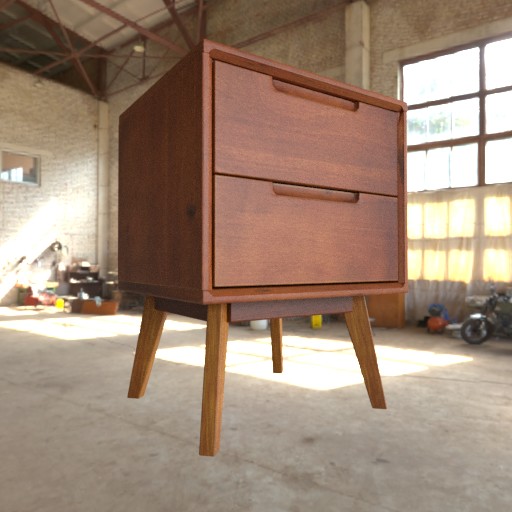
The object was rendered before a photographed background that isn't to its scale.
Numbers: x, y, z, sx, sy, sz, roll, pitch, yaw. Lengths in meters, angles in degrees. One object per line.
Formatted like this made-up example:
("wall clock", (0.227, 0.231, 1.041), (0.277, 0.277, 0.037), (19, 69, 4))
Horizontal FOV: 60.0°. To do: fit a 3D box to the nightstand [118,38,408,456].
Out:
("nightstand", (0.000, 0.000, 0.931), (0.460, 0.618, 0.411), (1, -1, -34))
